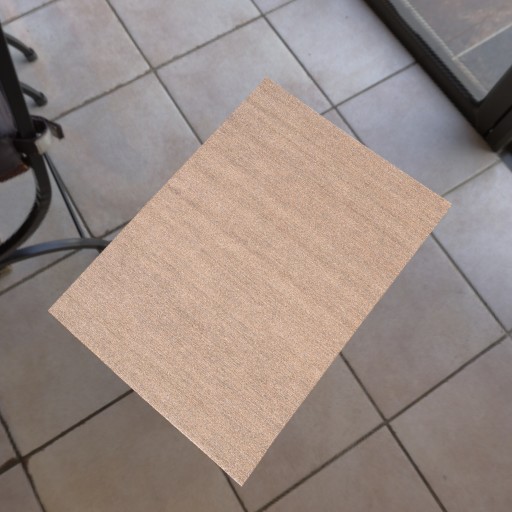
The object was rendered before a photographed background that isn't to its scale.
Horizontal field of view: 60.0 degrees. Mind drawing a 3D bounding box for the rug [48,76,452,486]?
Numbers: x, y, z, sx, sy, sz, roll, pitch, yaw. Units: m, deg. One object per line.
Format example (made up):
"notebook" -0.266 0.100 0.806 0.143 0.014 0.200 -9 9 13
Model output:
"rug" 0.000 0.000 2.930 1.624 0.030 2.264 38 78 9
